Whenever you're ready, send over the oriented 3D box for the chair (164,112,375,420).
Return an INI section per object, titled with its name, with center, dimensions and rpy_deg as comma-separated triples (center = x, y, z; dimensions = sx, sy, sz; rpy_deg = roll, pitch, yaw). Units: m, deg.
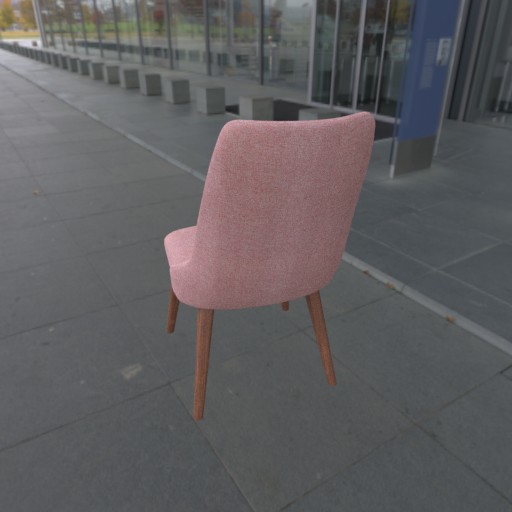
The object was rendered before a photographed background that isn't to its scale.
[chair]
center = 0.000, 0.000, 1.340
dimensions = 0.535, 0.918, 0.707
rpy_deg = -8, 28, -16
